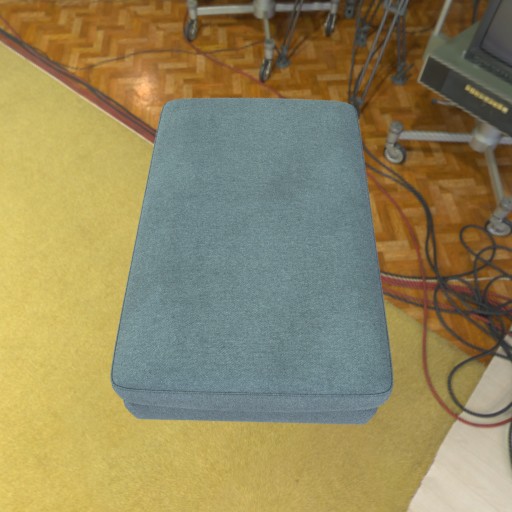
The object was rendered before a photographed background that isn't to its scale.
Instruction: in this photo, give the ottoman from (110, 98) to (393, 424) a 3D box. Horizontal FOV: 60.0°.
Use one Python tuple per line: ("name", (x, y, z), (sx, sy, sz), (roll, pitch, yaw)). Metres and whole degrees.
("ottoman", (0.000, 0.000, 1.227), (0.584, 0.483, 0.864), (1, 59, 1))
